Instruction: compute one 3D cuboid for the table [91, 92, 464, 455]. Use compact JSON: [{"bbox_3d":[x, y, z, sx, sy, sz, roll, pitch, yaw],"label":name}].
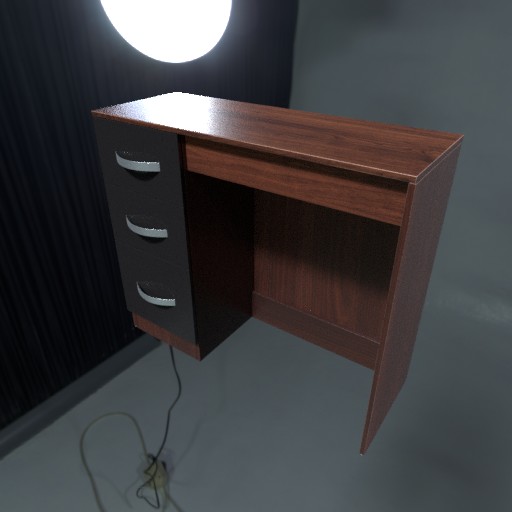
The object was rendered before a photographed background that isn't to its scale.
[{"bbox_3d":[0.000,0.000,1.336,0.930,0.790,0.380,20,36,30],"label":"table"}]
